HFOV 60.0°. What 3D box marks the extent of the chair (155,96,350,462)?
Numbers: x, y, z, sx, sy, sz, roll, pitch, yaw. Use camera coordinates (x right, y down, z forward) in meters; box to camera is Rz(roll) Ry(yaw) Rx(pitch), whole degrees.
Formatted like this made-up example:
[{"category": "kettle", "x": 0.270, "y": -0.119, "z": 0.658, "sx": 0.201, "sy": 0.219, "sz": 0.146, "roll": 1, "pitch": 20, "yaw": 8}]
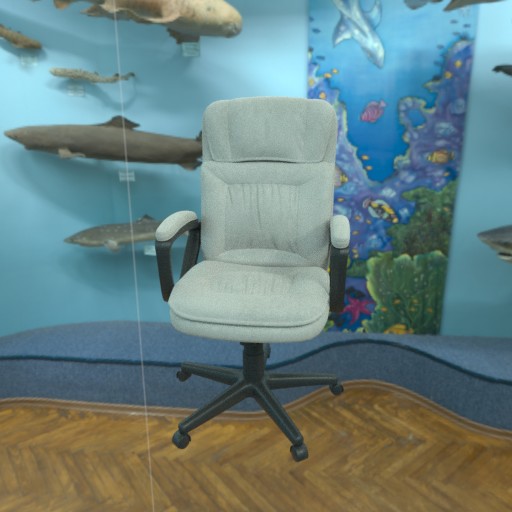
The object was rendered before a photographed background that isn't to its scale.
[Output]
[{"category": "chair", "x": 0.000, "y": 0.000, "z": 1.563, "sx": 0.667, "sy": 1.105, "sz": 0.724, "roll": 2, "pitch": 16, "yaw": 9}]
